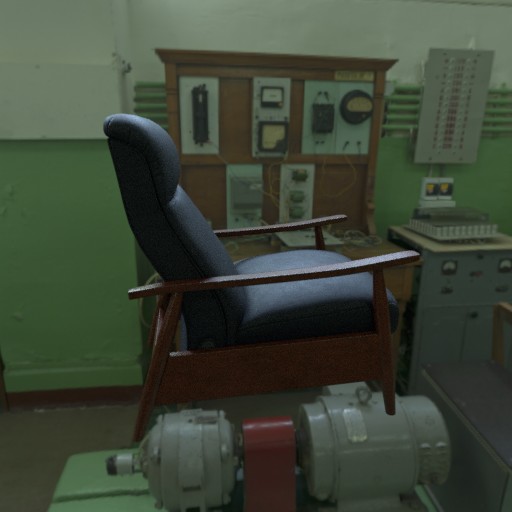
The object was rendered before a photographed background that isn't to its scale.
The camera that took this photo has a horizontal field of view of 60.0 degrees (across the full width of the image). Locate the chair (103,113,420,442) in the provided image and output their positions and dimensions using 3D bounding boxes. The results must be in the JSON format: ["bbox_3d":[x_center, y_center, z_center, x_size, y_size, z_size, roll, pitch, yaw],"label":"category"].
[{"bbox_3d":[0.000,0.000,1.800,1.014,1.082,0.762,-2,16,-9],"label":"chair"}]
